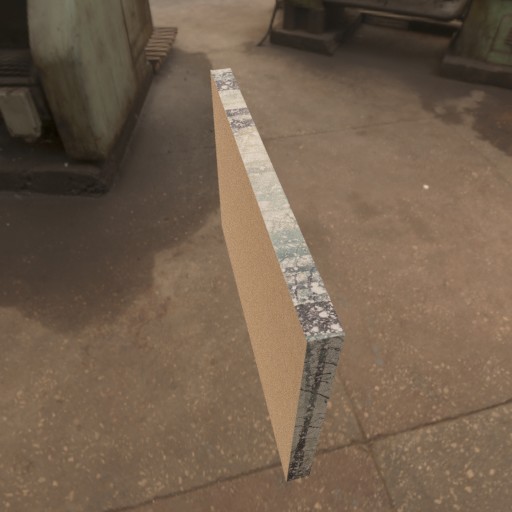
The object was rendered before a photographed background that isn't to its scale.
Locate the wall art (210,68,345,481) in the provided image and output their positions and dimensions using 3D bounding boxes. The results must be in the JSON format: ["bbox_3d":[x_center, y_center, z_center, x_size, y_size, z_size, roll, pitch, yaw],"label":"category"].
[{"bbox_3d":[0.000,0.000,0.772,0.042,0.398,0.618,-9,47,-9],"label":"wall art"}]
